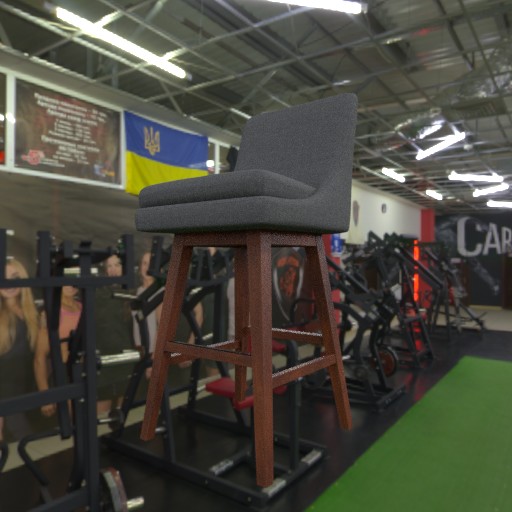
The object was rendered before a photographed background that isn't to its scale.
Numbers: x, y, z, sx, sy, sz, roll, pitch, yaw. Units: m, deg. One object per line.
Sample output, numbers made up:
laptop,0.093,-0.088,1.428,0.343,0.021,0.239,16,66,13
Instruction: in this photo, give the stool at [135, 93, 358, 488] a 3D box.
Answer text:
stool,0.000,0.000,1.252,0.447,0.977,0.524,0,0,37
